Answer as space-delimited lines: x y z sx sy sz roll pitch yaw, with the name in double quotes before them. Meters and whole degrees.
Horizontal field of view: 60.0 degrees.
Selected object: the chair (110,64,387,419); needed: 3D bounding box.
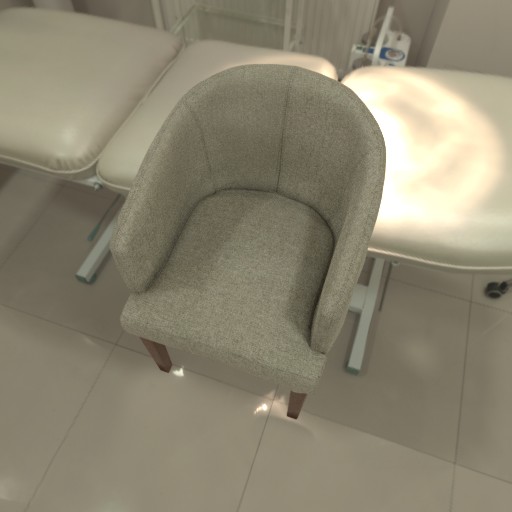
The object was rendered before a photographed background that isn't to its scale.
"chair" 0.000 0.000 1.270 0.583 0.811 0.655 16 59 10
